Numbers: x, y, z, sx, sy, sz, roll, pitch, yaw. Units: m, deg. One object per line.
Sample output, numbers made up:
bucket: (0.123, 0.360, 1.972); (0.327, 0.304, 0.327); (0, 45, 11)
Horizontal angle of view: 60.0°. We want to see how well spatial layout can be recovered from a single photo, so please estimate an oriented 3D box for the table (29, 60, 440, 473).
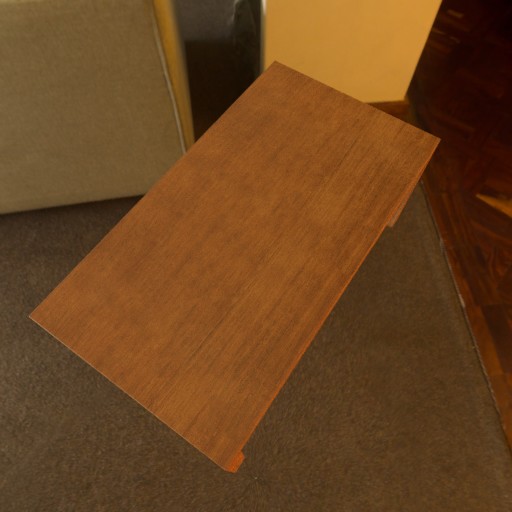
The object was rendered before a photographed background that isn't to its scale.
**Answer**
table: (0.000, 0.000, 1.293); (0.549, 0.419, 1.000); (32, 68, 15)
